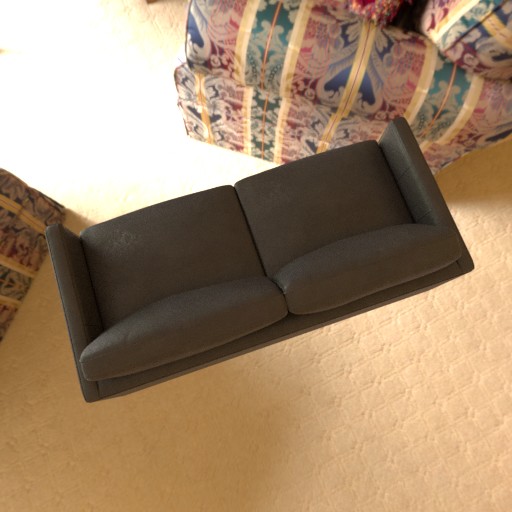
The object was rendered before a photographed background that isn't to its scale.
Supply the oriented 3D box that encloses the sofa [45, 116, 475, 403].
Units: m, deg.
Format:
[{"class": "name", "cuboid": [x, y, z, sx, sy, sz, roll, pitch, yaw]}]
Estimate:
[{"class": "sofa", "cuboid": [0.000, 0.000, 2.416, 1.971, 0.863, 0.933, -18, 77, -4]}]
